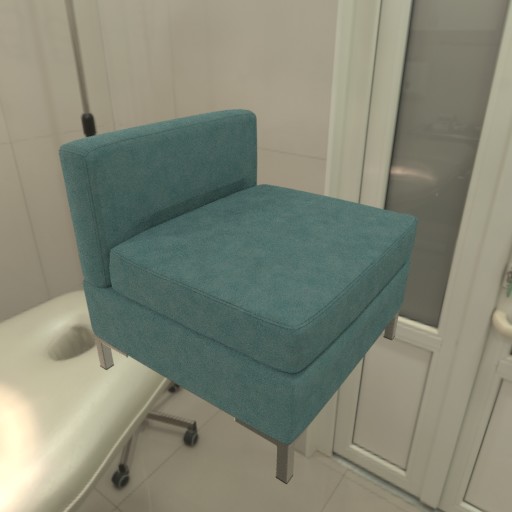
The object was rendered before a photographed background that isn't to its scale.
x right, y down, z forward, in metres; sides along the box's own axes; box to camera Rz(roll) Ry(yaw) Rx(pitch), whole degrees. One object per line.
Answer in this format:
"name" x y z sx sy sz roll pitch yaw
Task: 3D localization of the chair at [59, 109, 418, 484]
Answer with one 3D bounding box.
"chair" 0.000 0.000 1.211 0.685 0.660 0.684 18 32 32
